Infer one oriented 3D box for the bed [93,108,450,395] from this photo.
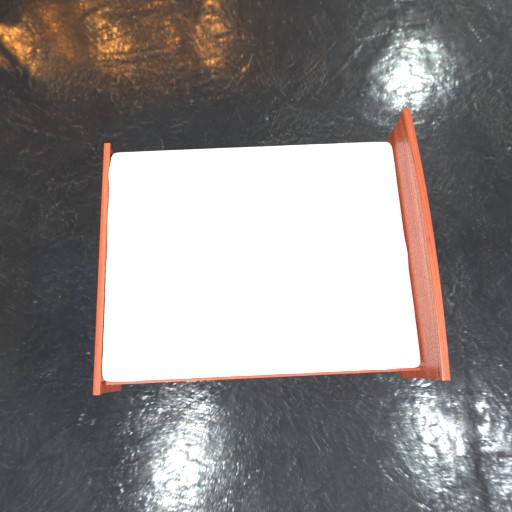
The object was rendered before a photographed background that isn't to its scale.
[{"bbox_3d":[0.000,0.000,2.969,2.053,0.848,1.683,-3,75,-1],"label":"bed"}]
